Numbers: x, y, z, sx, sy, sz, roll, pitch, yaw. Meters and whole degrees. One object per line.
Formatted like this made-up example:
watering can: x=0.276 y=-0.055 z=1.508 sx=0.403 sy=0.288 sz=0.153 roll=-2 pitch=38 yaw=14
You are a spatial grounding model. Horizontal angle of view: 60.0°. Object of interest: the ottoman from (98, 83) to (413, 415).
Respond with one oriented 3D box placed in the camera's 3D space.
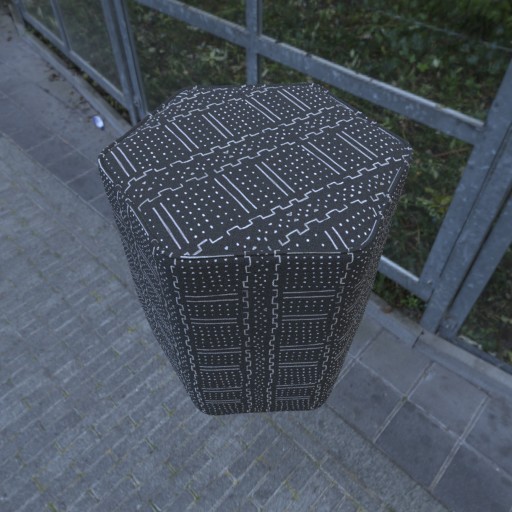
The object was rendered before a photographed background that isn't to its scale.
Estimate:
ottoman: x=0.000 y=0.000 z=0.861 sx=0.443 sy=0.502 sz=0.494 roll=-26 pitch=53 yaw=-21
